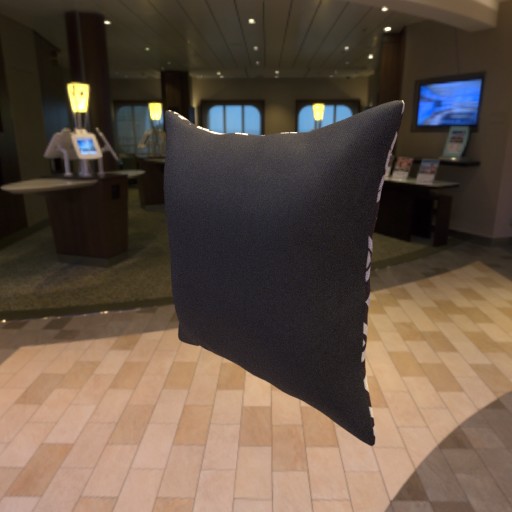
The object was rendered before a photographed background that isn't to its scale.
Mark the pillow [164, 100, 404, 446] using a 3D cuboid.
[{"bbox_3d":[0.000,0.000,0.770,0.188,0.494,0.504,-15,22,-43],"label":"pillow"}]
